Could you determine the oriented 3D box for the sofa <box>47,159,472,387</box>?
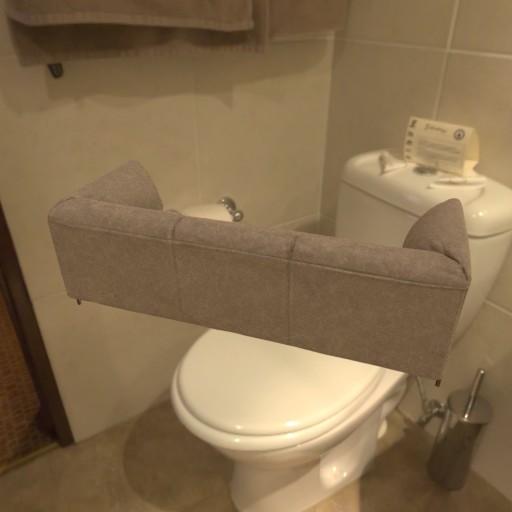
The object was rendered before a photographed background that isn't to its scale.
[{"bbox_3d":[0.000,0.000,2.670,2.238,0.758,0.899,10,32,16],"label":"sofa"}]
